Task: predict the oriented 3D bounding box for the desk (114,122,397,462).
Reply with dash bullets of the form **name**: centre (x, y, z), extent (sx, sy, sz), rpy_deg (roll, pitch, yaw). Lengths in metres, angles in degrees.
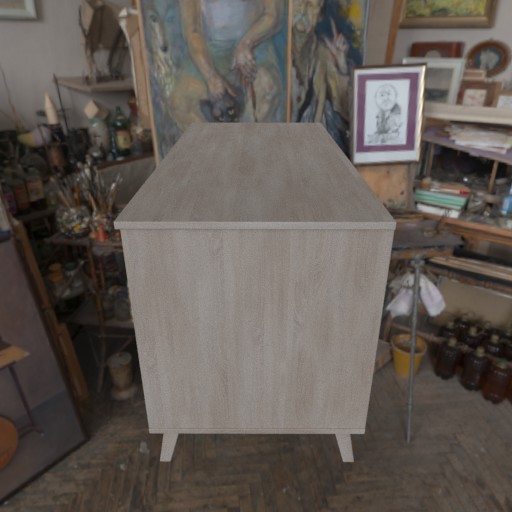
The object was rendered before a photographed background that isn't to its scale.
- **desk**: centre (0.000, 0.000, 1.669), extent (0.600, 0.770, 1.251), rpy_deg (0, 26, 0)
